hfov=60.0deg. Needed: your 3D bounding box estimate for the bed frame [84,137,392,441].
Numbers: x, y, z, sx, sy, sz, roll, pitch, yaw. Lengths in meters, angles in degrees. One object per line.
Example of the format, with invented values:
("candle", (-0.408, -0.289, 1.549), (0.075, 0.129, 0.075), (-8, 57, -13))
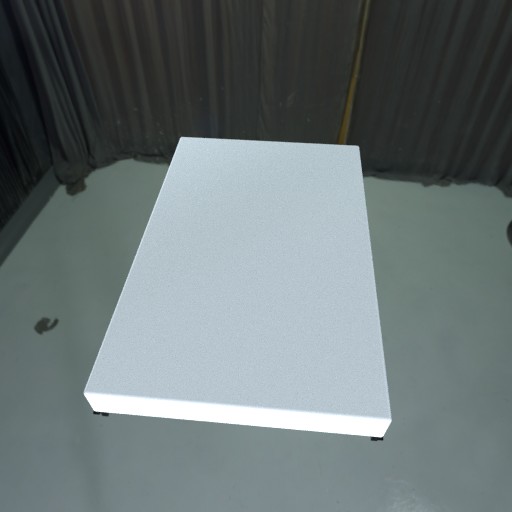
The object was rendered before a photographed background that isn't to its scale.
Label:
("bed frame", (0.000, 0.000, 3.887), (1.930, 0.440, 2.987), (4, 47, 4))
